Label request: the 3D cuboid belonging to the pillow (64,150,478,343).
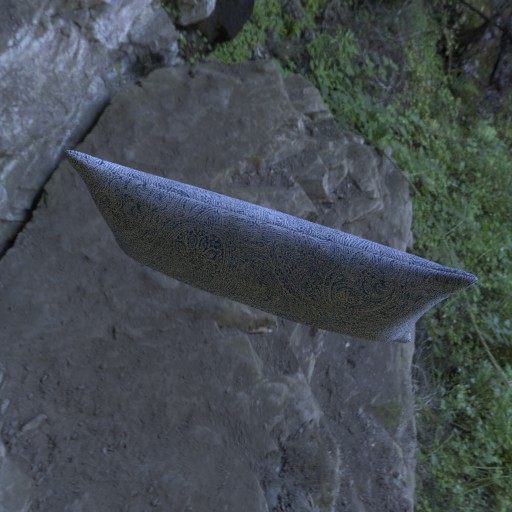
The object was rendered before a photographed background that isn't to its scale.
[{"bbox_3d":[0.000,0.000,0.752,0.615,0.295,0.151,18,65,9],"label":"pillow"}]
